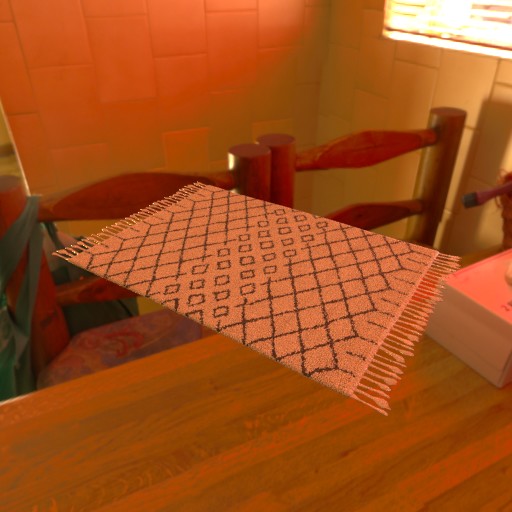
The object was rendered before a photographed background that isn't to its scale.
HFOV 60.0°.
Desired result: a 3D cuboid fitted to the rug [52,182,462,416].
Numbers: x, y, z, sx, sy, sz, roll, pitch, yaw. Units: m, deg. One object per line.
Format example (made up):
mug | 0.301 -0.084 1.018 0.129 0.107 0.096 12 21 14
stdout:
rug | 0.000 0.000 3.293 2.615 0.029 1.664 20 38 28
